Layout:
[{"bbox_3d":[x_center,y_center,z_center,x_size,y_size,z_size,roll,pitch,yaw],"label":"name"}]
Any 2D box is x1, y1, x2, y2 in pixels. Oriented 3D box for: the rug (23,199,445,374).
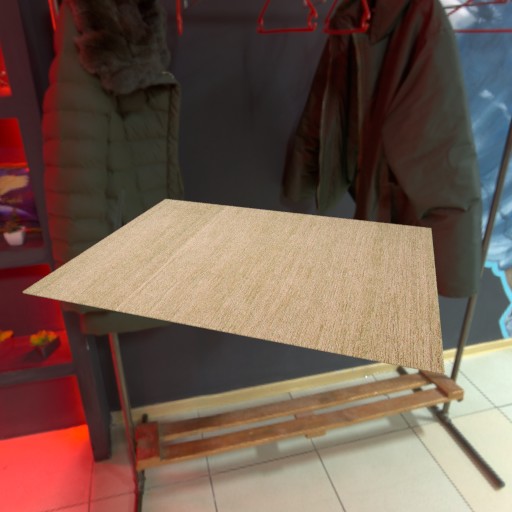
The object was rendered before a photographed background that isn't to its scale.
[{"bbox_3d":[0.000,0.000,4.184,3.198,0.016,2.425,8,27,16],"label":"rug"}]
